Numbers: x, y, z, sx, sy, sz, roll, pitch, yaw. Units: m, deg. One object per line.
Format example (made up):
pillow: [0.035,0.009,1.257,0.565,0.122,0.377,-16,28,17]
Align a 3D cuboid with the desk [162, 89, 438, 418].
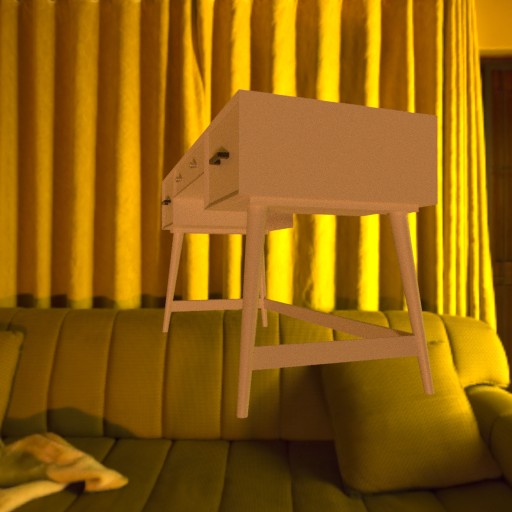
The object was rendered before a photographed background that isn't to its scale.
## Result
desk: [0.000,0.000,1.733,0.589,0.762,1.313,0,0,-20]
